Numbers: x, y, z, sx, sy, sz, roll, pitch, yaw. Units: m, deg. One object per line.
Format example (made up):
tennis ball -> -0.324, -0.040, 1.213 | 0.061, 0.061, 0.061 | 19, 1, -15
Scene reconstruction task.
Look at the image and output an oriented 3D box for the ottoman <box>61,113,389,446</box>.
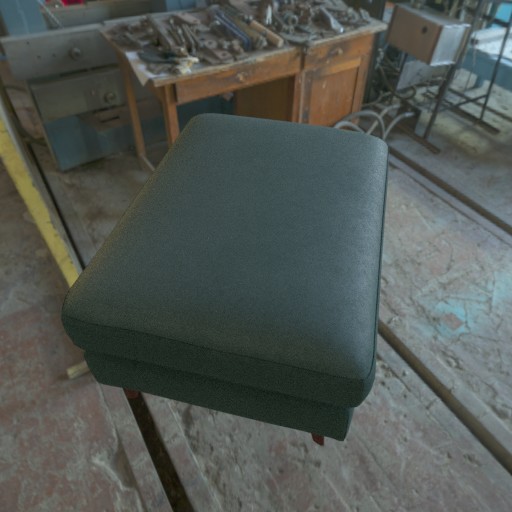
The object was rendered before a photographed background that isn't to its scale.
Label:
ottoman -> 0.000, 0.000, 1.154 | 0.608, 0.449, 0.811 | 10, 46, 10
